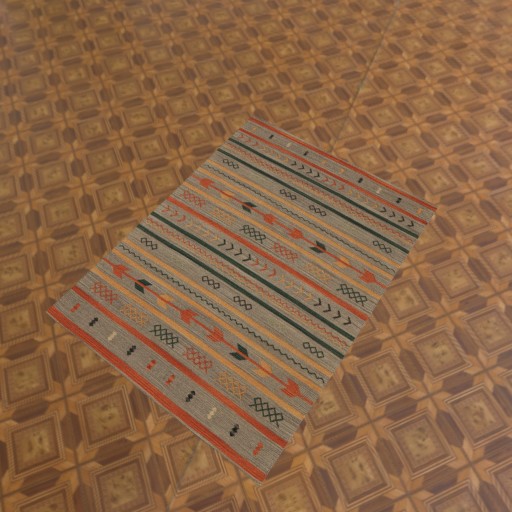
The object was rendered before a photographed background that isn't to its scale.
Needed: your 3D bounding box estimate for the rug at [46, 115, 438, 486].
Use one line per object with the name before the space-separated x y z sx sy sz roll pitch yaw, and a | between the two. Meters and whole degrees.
rug | 0.000 0.000 4.066 2.263 0.022 3.029 32 63 18
